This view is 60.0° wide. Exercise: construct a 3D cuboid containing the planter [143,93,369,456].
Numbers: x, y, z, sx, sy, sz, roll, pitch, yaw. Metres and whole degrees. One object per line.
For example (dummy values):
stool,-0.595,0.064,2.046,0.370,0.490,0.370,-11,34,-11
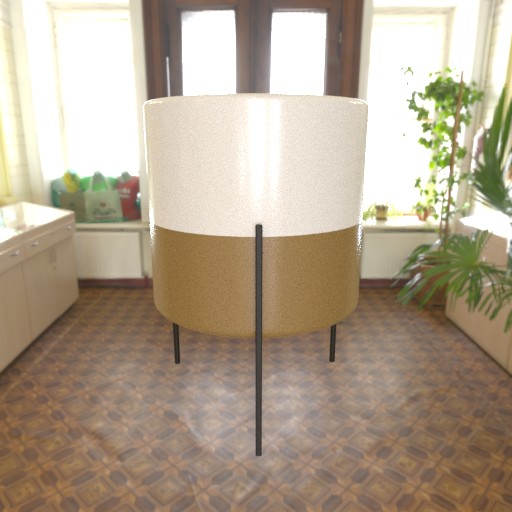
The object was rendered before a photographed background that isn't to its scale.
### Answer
planter,0.000,0.000,0.664,0.310,0.432,0.310,14,20,42
